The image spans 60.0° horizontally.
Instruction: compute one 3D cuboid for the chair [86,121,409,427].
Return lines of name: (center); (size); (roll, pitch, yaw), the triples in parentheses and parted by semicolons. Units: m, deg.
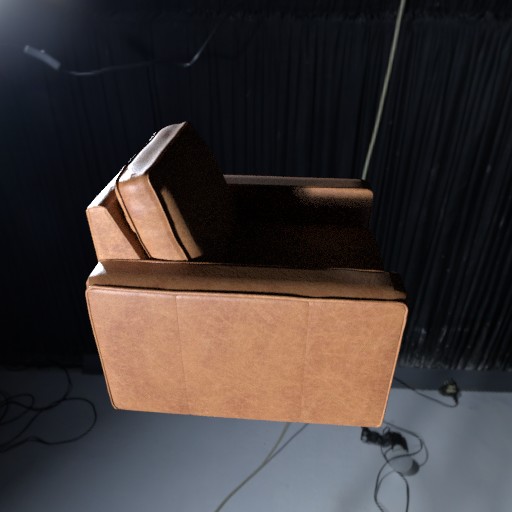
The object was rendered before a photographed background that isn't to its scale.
chair: (0.000, 0.000, 1.765); (1.027, 0.901, 0.987); (1, 32, 2)
